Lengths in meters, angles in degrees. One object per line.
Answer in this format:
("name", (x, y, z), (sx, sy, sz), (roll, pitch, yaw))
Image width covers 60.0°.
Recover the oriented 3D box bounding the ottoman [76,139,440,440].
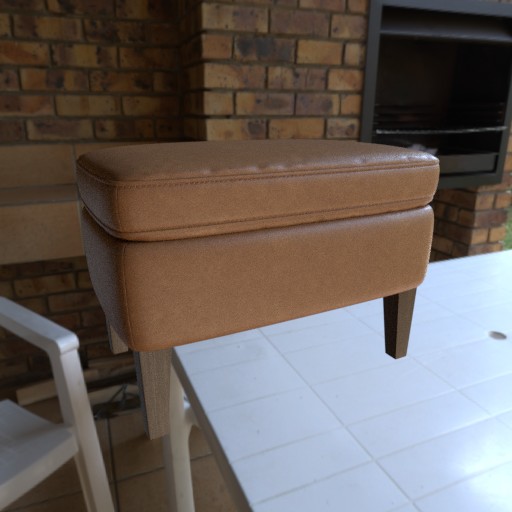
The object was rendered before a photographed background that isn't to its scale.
("ottoman", (0.000, 0.000, 0.962), (0.670, 0.480, 0.420), (-9, 20, -26))
